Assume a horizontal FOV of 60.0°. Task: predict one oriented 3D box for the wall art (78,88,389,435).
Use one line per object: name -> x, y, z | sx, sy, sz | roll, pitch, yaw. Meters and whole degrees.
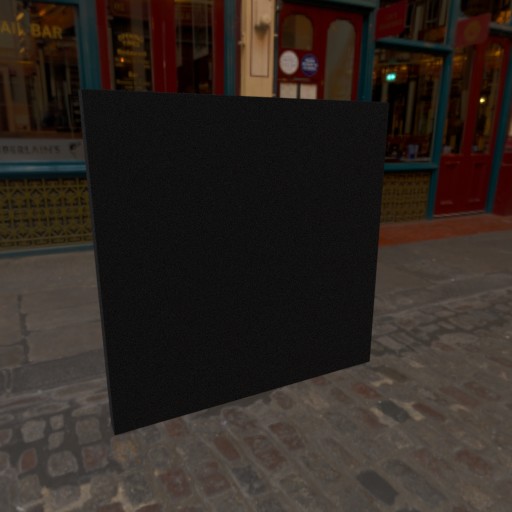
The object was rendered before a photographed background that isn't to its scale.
wall art -> 0.000, 0.000, 0.678 | 0.462, 0.458, 0.030 | -8, 17, -26
